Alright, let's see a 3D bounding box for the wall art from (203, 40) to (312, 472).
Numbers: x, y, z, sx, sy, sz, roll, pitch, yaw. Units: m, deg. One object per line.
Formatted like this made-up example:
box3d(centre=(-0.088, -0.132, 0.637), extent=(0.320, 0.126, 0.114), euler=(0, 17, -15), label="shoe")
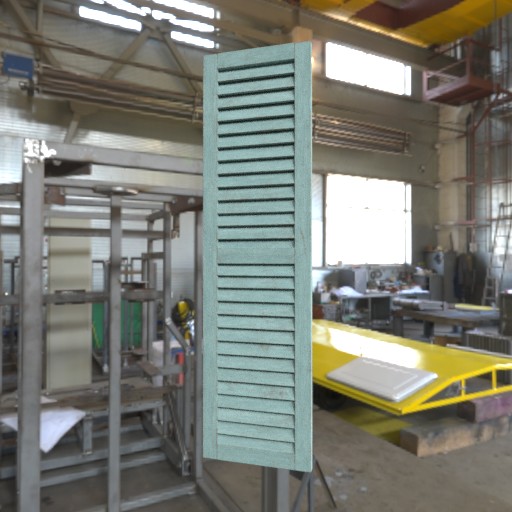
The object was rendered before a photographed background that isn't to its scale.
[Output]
box3d(centre=(0.000, 0.000, 1.308), extent=(0.329, 1.219, 0.025), euler=(0, 0, 17), label="wall art")
